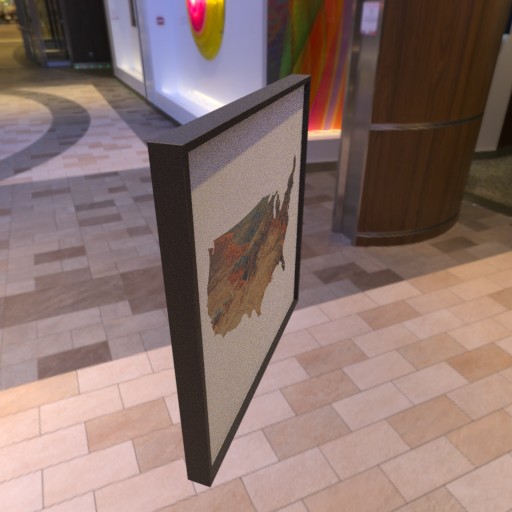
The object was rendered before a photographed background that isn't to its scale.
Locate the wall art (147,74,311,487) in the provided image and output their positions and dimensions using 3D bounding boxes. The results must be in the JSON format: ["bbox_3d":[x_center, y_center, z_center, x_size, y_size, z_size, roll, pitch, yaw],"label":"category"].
[{"bbox_3d":[0.000,0.000,0.742,0.038,0.507,0.507,10,31,17],"label":"wall art"}]
